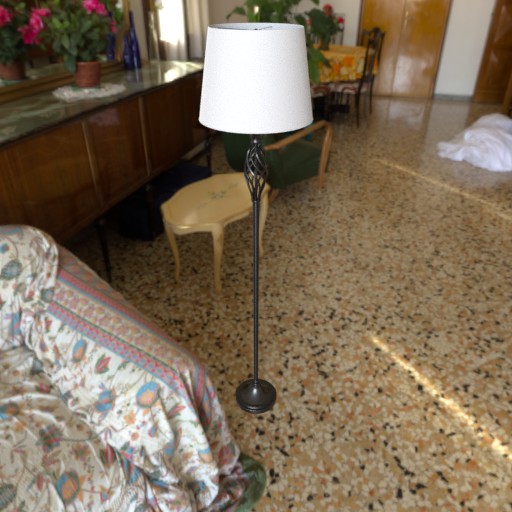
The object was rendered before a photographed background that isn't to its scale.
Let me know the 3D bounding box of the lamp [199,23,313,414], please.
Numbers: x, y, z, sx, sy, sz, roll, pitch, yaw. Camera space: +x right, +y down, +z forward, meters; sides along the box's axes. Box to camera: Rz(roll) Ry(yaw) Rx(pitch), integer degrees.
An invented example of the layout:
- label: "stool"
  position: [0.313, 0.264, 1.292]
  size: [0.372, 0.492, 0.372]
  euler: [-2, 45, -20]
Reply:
- label: "lamp"
  position: [0.000, 0.000, 1.759]
  size: [0.379, 1.623, 0.379]
  euler: [0, 31, 0]
